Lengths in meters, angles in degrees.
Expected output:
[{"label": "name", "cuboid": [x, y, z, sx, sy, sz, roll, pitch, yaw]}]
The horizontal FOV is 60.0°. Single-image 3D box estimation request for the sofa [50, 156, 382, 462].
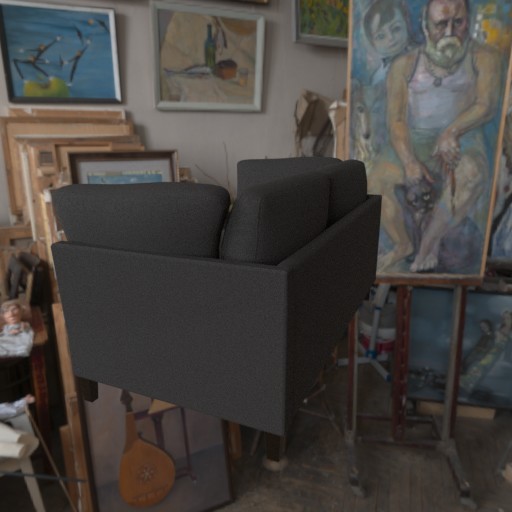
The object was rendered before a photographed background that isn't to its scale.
[{"label": "sofa", "cuboid": [0.000, 0.000, 2.283, 0.969, 0.920, 1.751, 7, 18, 23]}]
